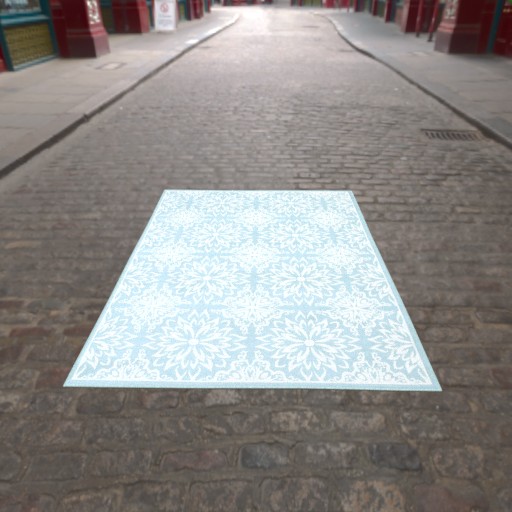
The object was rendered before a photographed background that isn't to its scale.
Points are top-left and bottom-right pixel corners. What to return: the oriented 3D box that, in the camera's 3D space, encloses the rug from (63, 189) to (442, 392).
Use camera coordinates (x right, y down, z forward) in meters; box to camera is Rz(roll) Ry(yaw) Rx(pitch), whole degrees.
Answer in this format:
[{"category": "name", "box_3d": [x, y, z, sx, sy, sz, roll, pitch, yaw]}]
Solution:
[{"category": "rug", "box_3d": [0.000, 0.000, 2.802, 1.589, 0.014, 2.205, 0, 30, 1]}]
